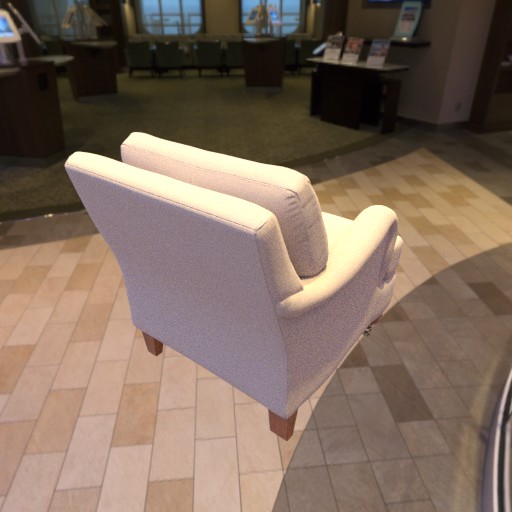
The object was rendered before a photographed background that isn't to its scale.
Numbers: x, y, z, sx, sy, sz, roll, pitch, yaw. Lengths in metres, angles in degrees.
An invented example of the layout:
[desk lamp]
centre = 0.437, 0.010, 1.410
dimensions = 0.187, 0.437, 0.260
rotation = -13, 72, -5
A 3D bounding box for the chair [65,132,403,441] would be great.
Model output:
[chair]
centre = 0.000, 0.000, 1.885
dimensions = 0.955, 1.038, 1.070
rotation = 21, 36, 33
